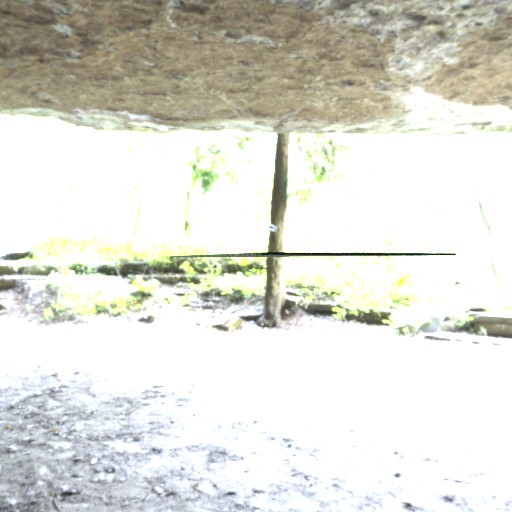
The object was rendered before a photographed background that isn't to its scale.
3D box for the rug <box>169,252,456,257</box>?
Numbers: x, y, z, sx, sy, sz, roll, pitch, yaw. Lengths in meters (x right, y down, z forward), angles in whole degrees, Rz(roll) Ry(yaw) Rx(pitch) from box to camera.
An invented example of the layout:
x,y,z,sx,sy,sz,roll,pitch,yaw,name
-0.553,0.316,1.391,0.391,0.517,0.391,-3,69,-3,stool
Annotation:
x,y,z,sx,sy,sz,roll,pitch,yaw,name
0.000,0.000,2.653,0.744,0.010,2.441,0,0,-18,rug
